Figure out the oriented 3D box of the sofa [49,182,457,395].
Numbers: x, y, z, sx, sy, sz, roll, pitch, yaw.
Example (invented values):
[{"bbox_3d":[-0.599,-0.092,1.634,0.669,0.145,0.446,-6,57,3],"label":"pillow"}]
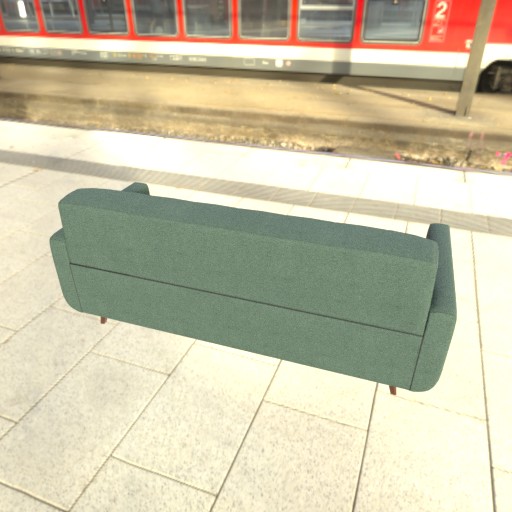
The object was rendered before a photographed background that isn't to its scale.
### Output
[{"bbox_3d":[0.000,0.000,2.509,2.029,0.841,0.909,10,33,16],"label":"sofa"}]
